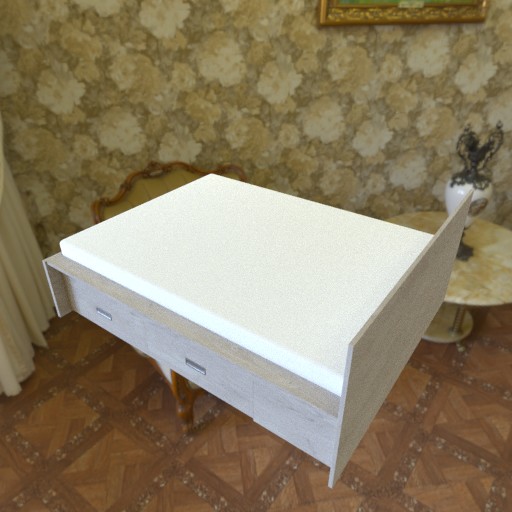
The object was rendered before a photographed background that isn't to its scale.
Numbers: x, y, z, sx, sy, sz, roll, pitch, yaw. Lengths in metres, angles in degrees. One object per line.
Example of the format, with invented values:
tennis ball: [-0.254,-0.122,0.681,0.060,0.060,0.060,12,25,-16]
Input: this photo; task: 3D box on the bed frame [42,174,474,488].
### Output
bed frame: [0.000,0.000,2.712,1.960,0.800,1.622,21,37,30]
